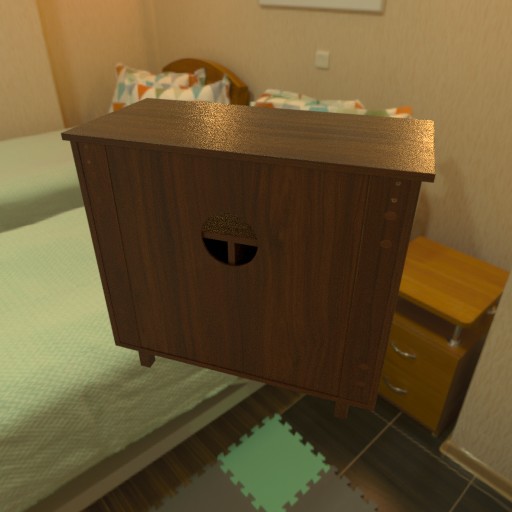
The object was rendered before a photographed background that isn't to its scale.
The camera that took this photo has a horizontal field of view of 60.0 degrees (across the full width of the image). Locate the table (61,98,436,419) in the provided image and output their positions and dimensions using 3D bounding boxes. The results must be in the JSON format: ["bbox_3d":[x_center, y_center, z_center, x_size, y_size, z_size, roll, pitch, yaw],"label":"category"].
[{"bbox_3d":[0.000,0.000,1.242,0.802,0.725,0.390,10,33,16],"label":"table"}]
